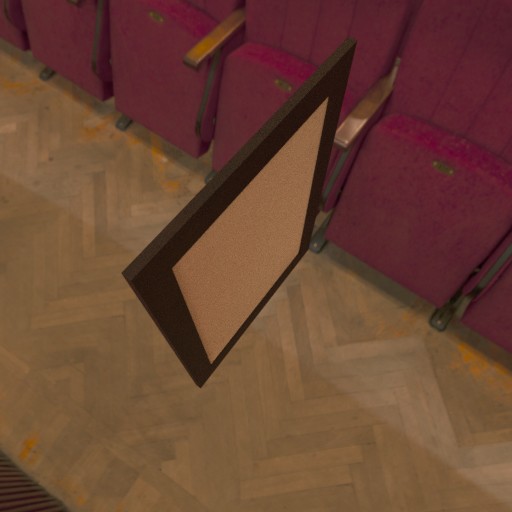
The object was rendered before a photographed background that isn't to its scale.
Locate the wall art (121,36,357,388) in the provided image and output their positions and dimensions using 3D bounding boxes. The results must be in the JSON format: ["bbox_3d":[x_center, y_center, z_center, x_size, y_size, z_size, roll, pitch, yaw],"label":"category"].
[{"bbox_3d":[0.000,0.000,0.655,0.013,0.508,0.359,34,68,15],"label":"wall art"}]
